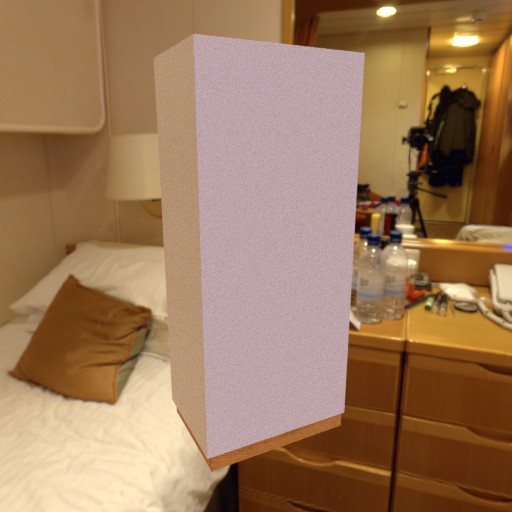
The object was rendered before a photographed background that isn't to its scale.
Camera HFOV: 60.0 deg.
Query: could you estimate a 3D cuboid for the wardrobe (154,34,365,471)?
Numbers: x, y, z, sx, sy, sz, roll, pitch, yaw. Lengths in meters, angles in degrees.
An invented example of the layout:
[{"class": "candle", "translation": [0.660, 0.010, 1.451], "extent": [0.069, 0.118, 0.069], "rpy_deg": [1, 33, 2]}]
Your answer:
[{"class": "wardrobe", "translation": [0.000, 0.000, 2.443], "extent": [0.860, 2.040, 0.600], "rpy_deg": [-7, 16, -26]}]
